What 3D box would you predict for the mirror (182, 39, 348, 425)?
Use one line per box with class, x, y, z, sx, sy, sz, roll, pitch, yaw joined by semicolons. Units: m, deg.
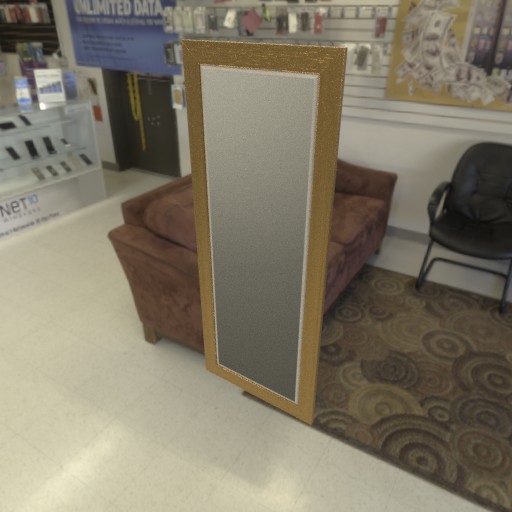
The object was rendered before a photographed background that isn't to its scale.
mirror;0.000;0.000;2.343;0.812;2.031;0.025;19;34;30
